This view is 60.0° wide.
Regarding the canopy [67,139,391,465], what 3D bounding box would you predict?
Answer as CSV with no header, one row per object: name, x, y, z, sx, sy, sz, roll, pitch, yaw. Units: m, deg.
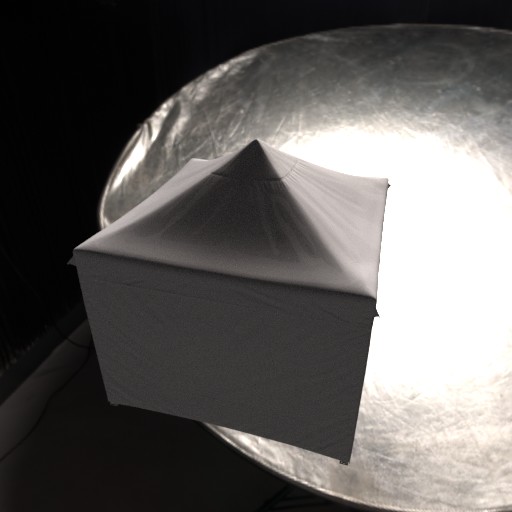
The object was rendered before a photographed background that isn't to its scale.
canopy,0.000,0.000,5.567,3.043,2.997,3.121,9,32,14
